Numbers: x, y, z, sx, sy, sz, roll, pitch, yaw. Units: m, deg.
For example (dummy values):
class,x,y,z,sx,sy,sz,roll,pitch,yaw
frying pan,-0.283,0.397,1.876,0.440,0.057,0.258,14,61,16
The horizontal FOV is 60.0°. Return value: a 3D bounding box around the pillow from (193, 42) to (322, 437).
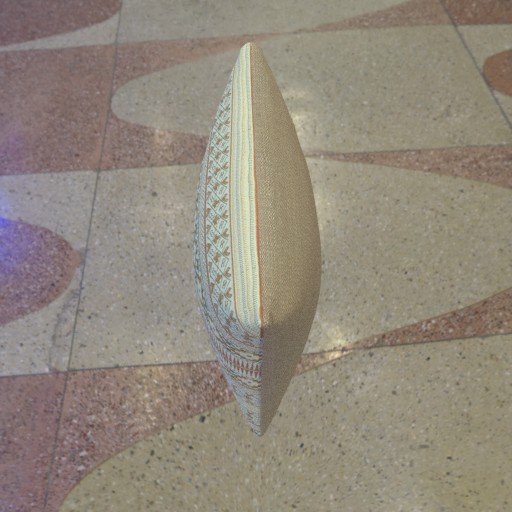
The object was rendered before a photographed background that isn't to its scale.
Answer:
class,x,y,z,sx,sy,sz,roll,pitch,yaw
pillow,0.000,0.000,0.799,0.215,0.519,0.521,-2,57,-1
